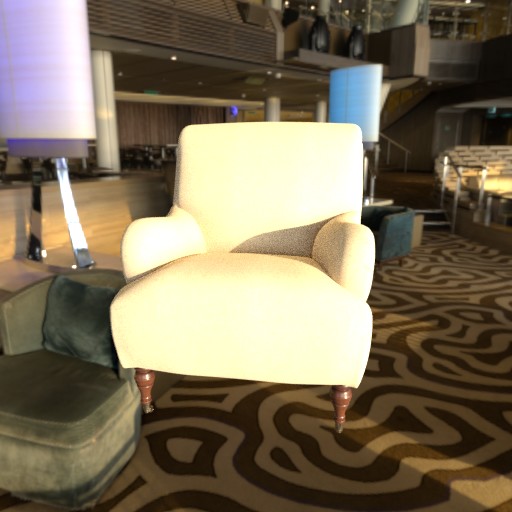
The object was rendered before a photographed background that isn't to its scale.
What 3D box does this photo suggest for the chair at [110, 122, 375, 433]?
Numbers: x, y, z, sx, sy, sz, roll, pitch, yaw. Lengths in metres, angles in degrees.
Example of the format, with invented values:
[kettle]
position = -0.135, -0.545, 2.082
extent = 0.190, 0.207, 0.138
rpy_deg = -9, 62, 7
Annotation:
[chair]
position = 0.000, 0.000, 1.575
extent = 0.766, 0.944, 0.842
rpy_deg = 2, 14, 9
